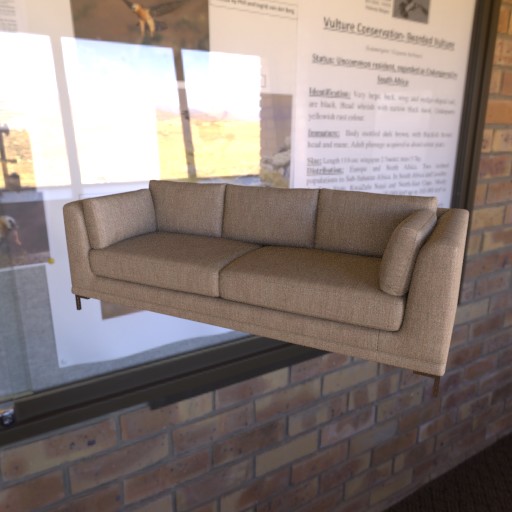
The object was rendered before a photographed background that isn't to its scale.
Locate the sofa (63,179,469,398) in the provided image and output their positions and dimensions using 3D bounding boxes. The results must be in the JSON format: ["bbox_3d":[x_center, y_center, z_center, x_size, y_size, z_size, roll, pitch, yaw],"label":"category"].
[{"bbox_3d":[0.000,0.000,2.884,2.415,0.867,0.969,8,17,26],"label":"sofa"}]
